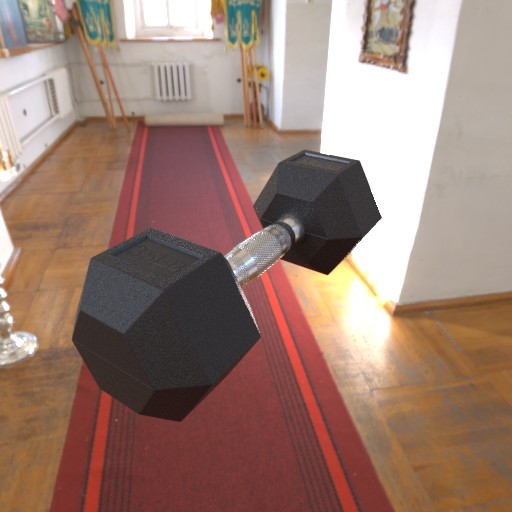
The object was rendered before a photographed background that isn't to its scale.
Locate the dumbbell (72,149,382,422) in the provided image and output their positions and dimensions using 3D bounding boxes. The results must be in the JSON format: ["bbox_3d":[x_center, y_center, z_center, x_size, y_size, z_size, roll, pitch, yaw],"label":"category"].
[{"bbox_3d":[0.000,0.000,0.433,0.141,0.123,0.356,19,36,29],"label":"dumbbell"}]
